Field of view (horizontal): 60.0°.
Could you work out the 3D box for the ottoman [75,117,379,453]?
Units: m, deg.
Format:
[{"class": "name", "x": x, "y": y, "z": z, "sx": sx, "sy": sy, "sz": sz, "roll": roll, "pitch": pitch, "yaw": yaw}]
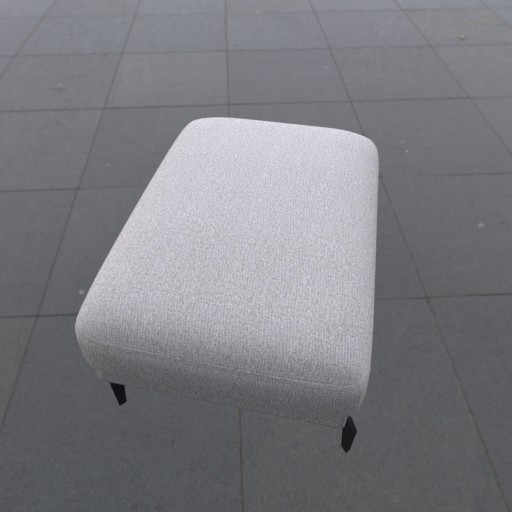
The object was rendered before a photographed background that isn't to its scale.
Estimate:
[{"class": "ottoman", "x": 0.000, "y": 0.000, "z": 1.099, "sx": 0.568, "sy": 0.420, "sz": 0.772, "roll": 9, "pitch": 48, "yaw": 8}]
